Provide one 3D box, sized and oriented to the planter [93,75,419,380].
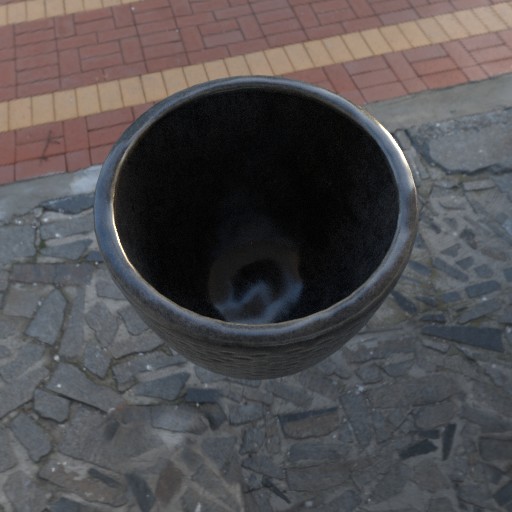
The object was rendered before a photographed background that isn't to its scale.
[{"bbox_3d":[0.000,0.000,0.303,0.172,0.160,0.172,0,63,0],"label":"planter"}]
